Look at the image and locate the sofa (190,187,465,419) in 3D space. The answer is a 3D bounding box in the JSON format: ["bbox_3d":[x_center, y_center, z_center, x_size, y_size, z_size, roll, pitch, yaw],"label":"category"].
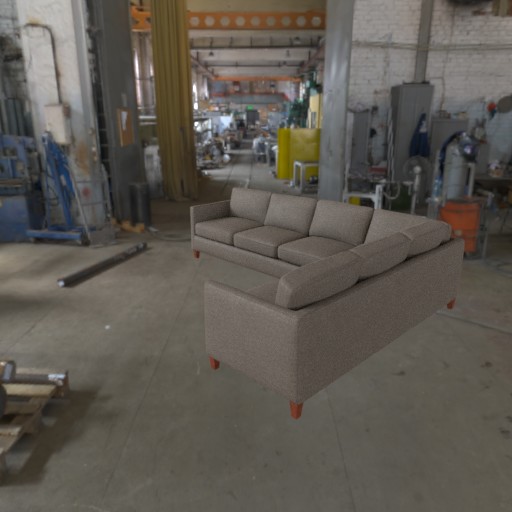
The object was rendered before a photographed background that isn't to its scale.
[{"bbox_3d":[0.000,0.000,4.654,2.593,0.947,3.302,-17,24,-42],"label":"sofa"}]
